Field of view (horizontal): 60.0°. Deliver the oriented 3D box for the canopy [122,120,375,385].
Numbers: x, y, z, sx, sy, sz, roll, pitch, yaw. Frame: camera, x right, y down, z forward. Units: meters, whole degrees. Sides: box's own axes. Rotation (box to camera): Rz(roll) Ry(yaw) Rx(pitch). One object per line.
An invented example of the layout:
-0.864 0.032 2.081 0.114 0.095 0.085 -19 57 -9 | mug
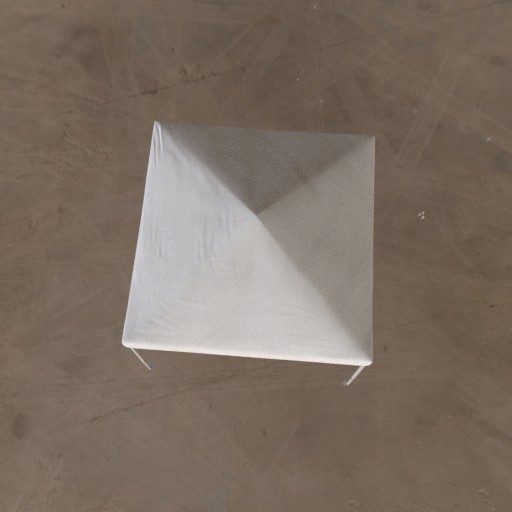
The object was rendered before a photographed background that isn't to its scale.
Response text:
0.000 0.000 5.291 2.848 2.849 2.849 4 76 1 | canopy
